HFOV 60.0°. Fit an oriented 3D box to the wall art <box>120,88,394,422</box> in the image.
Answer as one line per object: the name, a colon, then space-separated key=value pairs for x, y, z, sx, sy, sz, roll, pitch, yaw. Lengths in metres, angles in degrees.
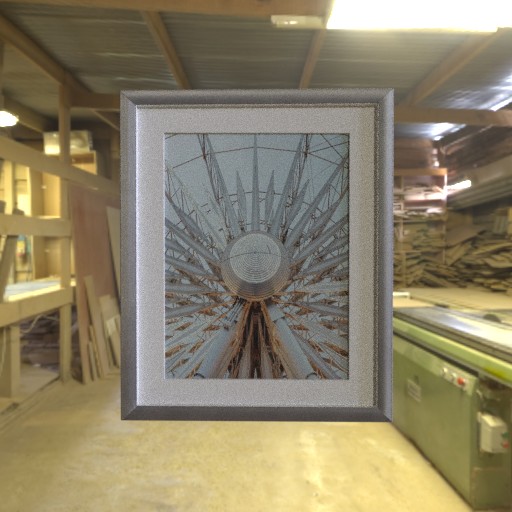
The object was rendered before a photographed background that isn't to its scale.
wall art: x=0.000 y=0.000 z=0.756 sx=0.458 sy=0.558 sz=0.029 roll=0 pitch=1 yaw=1
